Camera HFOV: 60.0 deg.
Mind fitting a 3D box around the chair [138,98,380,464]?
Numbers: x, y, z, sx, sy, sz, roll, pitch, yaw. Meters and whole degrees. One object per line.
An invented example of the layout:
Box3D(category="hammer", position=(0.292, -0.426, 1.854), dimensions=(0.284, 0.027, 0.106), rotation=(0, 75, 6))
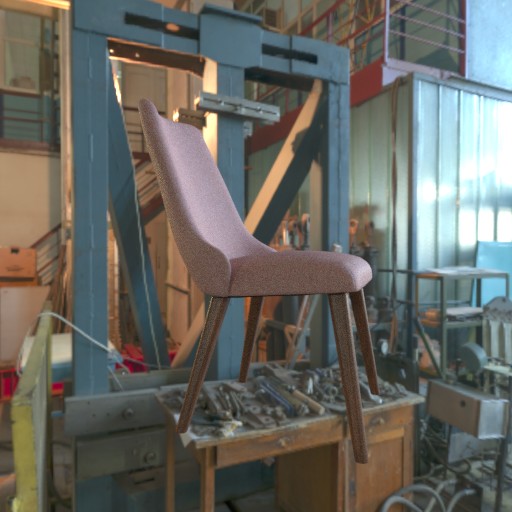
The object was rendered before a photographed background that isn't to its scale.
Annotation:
Box3D(category="chair", position=(0.000, 0.000, 1.337), dimensions=(0.707, 0.918, 0.535), rotation=(0, 1, 19))
